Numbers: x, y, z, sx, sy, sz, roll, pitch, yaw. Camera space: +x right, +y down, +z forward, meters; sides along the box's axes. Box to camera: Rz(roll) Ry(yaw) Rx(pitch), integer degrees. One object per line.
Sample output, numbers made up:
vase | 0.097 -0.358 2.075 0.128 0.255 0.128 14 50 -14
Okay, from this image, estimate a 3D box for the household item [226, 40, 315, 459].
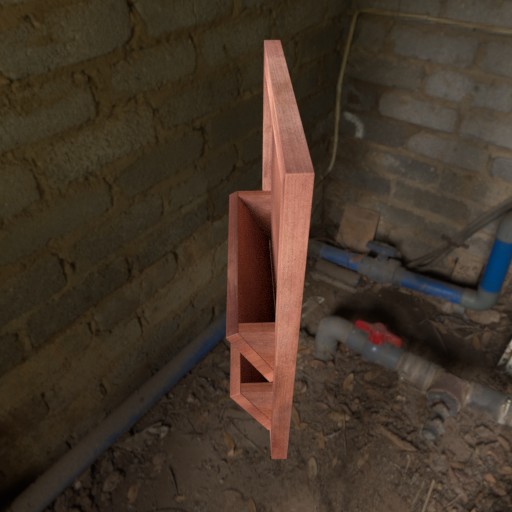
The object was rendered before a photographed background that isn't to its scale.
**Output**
household item | 0.000 0.000 0.539 0.067 0.407 0.310 -1 41 -1
